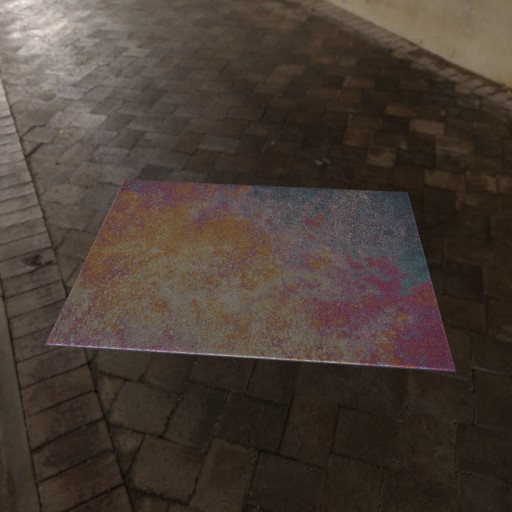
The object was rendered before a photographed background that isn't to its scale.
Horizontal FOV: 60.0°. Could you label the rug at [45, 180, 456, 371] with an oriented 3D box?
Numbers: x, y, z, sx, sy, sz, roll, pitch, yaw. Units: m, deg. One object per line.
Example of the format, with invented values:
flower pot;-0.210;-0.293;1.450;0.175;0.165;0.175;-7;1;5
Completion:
rug;0.000;0.000;3.805;2.896;0.013;2.007;3;46;3
